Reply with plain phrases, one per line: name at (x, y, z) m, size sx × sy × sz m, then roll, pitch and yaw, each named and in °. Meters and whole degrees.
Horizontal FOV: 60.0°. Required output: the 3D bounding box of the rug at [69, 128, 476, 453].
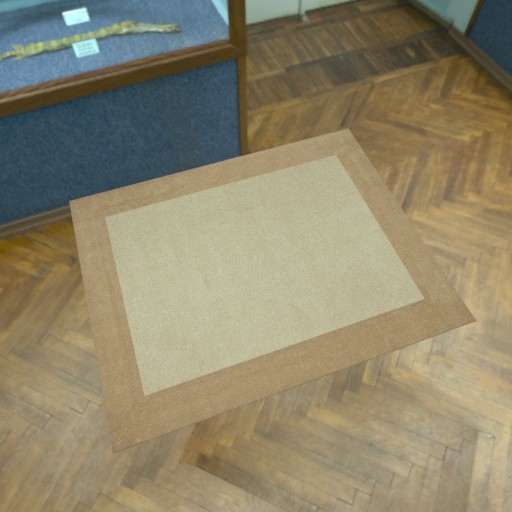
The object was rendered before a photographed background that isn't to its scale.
rug at (0.000, 0.000, 4.044) m, size 3.048 × 0.014 × 2.438 m, roll -17°, pitch 60°, yaw -10°
